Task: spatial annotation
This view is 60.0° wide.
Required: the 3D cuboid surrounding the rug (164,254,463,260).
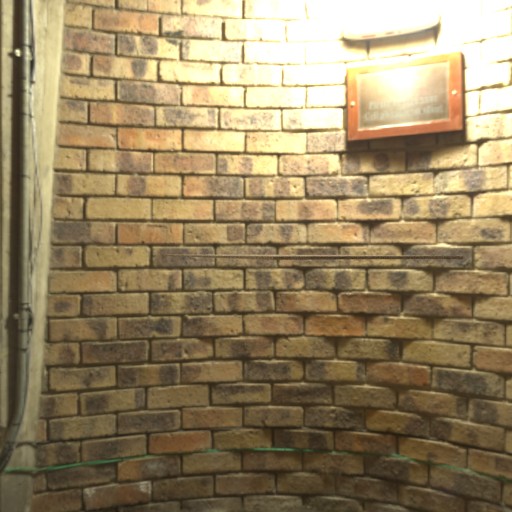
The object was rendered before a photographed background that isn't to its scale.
[{"bbox_3d":[0.000,0.000,2.642,0.750,0.011,2.435,0,0,-20],"label":"rug"}]
